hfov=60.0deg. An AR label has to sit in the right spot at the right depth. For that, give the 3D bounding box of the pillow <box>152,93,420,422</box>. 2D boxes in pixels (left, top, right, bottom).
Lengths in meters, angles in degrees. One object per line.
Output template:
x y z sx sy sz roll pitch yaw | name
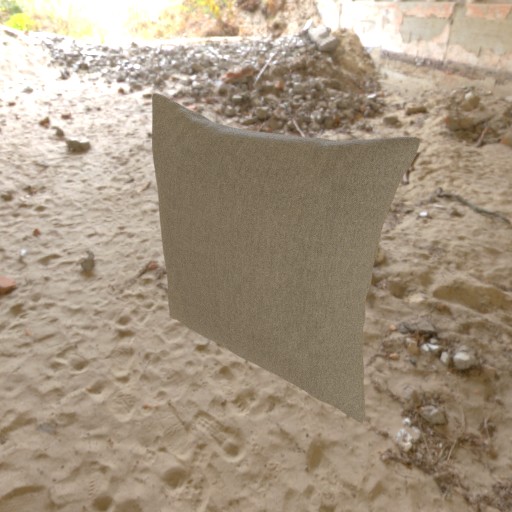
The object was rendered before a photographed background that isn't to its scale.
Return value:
0.000 0.000 0.692 0.433 0.436 0.173 22 36 32 | pillow
